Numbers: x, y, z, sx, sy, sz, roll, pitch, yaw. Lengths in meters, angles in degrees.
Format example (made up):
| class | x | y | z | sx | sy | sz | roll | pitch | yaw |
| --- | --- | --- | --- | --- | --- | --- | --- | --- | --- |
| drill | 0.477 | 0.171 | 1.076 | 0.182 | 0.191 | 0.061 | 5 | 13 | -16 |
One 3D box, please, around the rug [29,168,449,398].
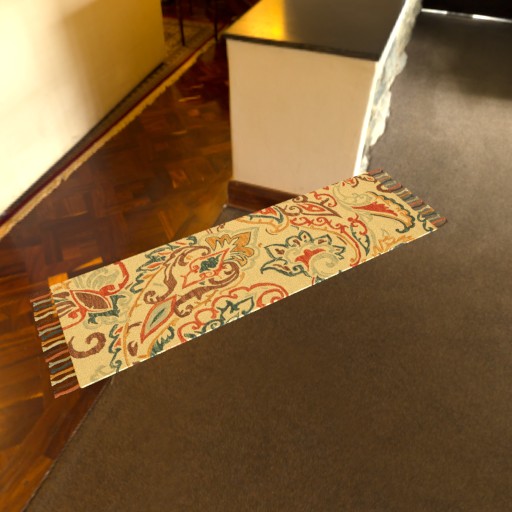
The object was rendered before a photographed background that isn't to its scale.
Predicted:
| class | x | y | z | sx | sy | sz | roll | pitch | yaw |
| --- | --- | --- | --- | --- | --- | --- | --- | --- | --- |
| rug | 0.000 | 0.000 | 2.867 | 2.682 | 0.015 | 0.763 | -22 | 50 | -20 |
